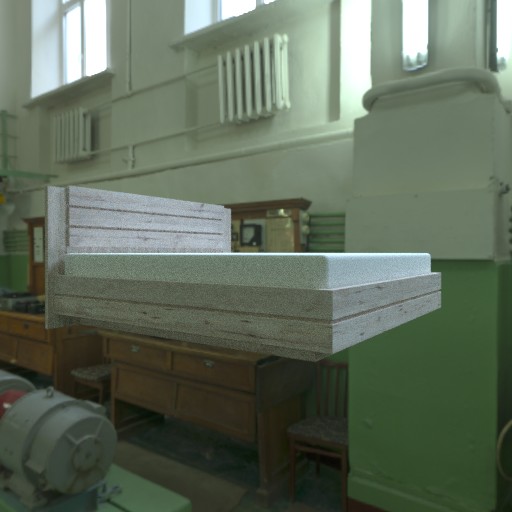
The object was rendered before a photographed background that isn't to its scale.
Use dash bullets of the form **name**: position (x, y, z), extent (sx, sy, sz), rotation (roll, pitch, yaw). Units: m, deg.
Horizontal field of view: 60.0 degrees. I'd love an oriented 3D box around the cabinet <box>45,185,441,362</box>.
- **cabinet**: position (0.000, 0.000, 3.161), extent (2.080, 0.970, 1.950), rotation (0, 1, 35)
